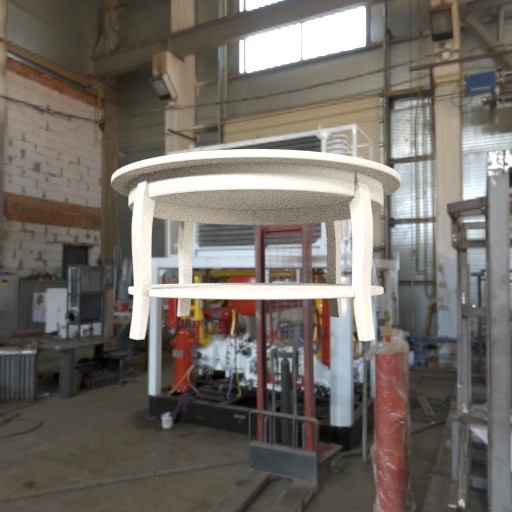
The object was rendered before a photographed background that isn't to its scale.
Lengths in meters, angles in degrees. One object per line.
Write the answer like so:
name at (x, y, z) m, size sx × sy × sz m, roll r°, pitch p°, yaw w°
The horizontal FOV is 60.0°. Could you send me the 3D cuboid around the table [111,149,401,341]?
table at (0.000, 0.000, 1.459) m, size 0.910 × 0.457 × 0.910 m, roll 0°, pitch -2°, yaw 0°
